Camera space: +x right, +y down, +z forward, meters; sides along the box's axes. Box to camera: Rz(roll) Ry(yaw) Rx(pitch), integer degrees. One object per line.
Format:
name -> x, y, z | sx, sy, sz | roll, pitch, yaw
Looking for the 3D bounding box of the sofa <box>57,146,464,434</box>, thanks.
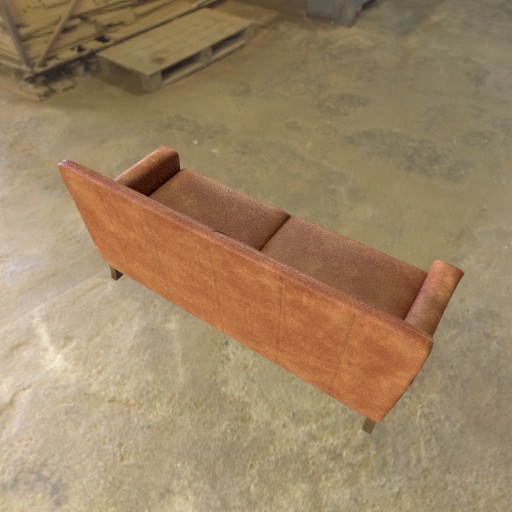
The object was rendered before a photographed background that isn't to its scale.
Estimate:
sofa -> 0.000, 0.000, 2.531 | 2.053, 0.947, 0.805 | 26, 52, 23
